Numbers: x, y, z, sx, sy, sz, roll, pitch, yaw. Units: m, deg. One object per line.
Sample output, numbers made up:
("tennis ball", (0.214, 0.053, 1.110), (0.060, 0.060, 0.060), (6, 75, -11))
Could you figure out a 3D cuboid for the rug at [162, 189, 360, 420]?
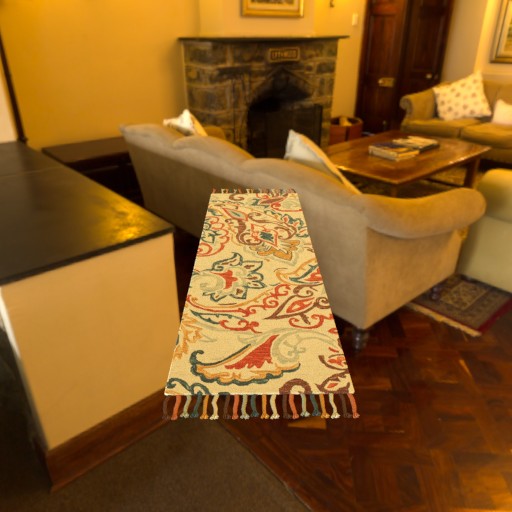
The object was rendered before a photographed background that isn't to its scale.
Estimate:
("rug", (0.000, 0.000, 2.859), (0.763, 0.015, 2.682), (0, 27, -1))
